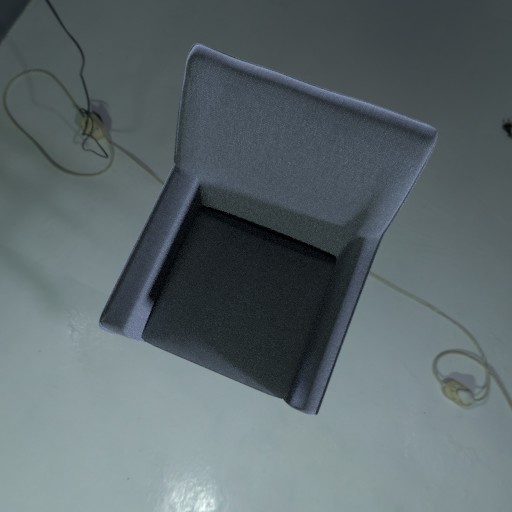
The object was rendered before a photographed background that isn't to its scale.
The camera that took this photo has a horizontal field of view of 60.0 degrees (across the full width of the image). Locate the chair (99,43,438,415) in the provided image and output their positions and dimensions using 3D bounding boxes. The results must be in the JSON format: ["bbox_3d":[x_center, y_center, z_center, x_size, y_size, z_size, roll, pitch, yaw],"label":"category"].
[{"bbox_3d":[0.000,0.000,1.612,0.780,0.919,0.899,22,77,5],"label":"chair"}]
